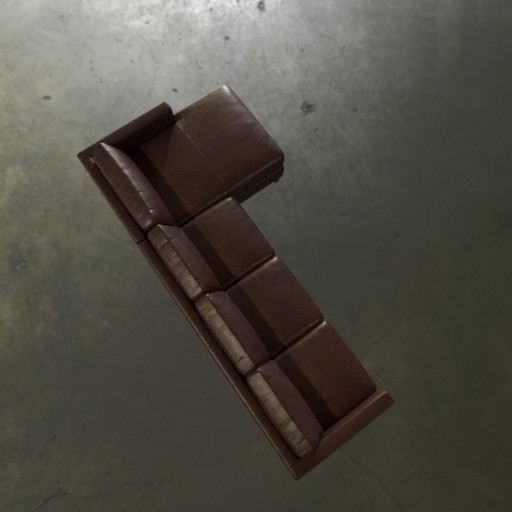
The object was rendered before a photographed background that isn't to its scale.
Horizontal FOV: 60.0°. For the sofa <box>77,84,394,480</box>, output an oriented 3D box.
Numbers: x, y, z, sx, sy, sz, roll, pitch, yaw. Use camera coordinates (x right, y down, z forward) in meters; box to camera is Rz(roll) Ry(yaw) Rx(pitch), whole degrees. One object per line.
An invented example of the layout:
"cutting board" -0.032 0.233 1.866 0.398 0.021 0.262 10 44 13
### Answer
"sofa" 0.000 0.000 3.922 1.581 0.883 3.203 -35 77 -9
